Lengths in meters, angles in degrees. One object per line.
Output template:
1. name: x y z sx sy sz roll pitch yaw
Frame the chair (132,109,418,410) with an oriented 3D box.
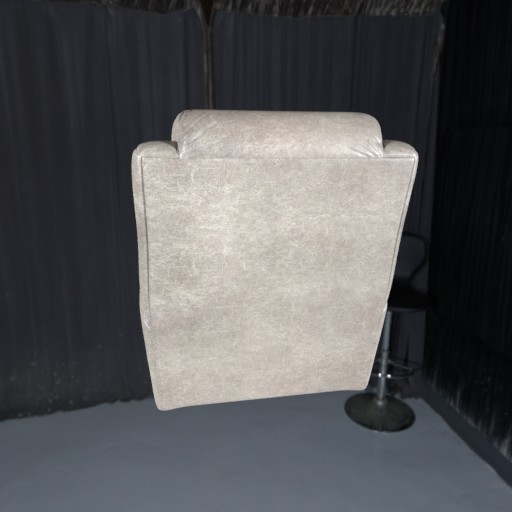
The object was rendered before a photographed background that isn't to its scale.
1. chair: 0.000 0.000 1.890 0.967 1.116 1.068 -3 14 -10
